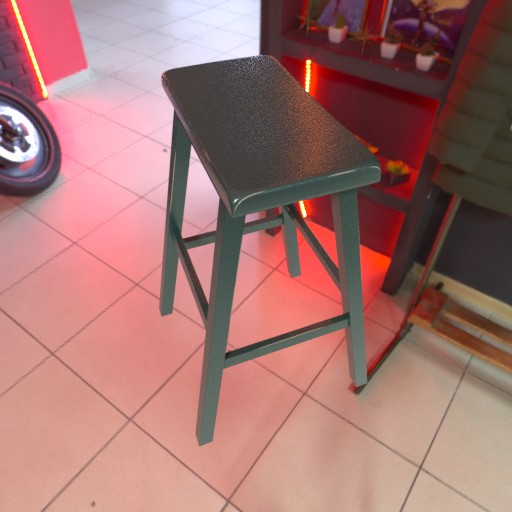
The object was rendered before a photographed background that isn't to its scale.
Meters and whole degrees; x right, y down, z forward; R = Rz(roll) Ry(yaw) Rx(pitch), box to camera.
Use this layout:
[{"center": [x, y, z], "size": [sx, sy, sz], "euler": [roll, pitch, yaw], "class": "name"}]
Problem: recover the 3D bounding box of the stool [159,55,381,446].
[{"center": [0.000, 0.000, 1.039], "size": [0.476, 0.737, 0.457], "euler": [-15, 48, -15], "class": "stool"}]
